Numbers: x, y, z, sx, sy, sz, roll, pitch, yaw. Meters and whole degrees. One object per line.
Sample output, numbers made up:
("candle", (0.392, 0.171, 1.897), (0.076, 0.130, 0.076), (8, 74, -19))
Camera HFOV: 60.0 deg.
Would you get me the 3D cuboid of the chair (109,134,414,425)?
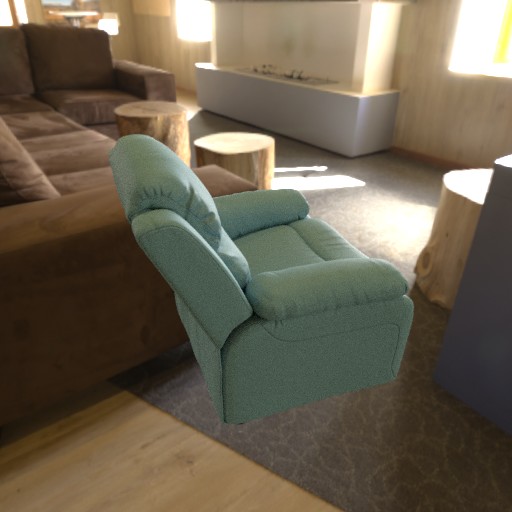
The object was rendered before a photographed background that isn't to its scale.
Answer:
("chair", (0.000, 0.000, 1.290), (0.709, 0.702, 0.680), (-11, 31, -18))
